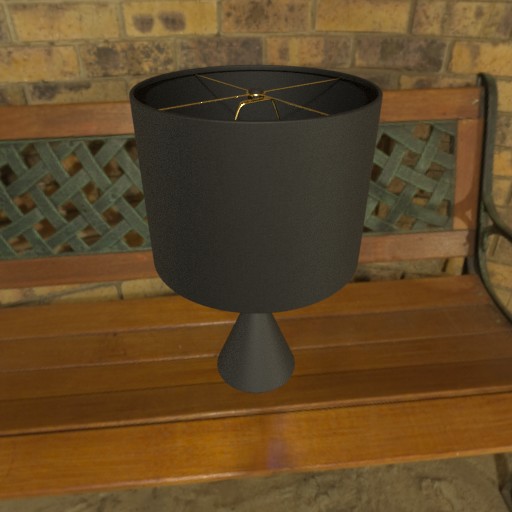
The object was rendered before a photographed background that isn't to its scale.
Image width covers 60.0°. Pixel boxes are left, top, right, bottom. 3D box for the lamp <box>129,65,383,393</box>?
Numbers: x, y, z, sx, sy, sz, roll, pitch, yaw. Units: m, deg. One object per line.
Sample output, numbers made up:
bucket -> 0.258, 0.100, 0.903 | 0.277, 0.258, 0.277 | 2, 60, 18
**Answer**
lamp -> 0.000, 0.000, 0.800 | 0.359, 0.584, 0.359 | -22, 39, -30
